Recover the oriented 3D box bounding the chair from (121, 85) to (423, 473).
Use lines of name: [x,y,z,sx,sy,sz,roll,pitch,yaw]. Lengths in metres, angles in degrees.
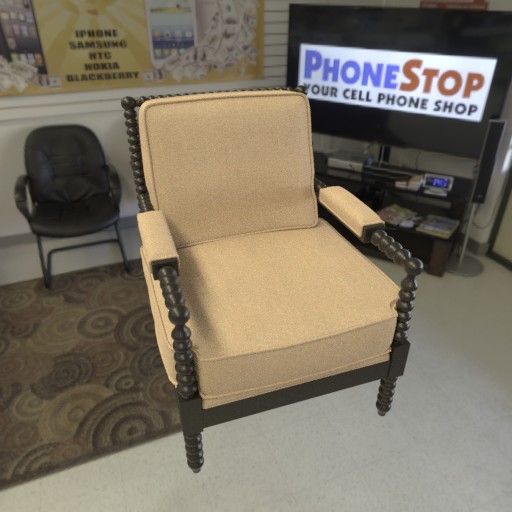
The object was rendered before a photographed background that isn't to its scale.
chair: [0.000,0.000,1.129,0.555,0.703,0.657,-10,32,-16]
